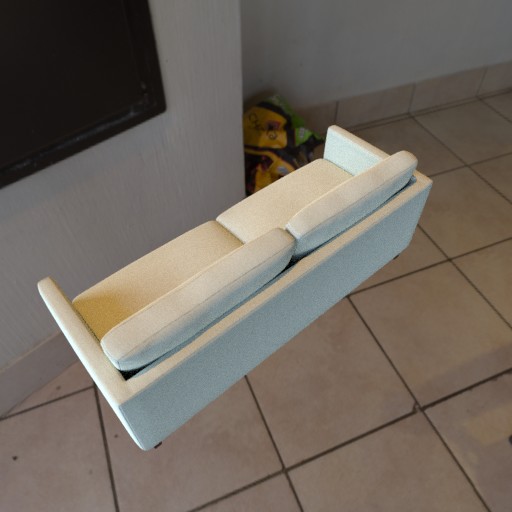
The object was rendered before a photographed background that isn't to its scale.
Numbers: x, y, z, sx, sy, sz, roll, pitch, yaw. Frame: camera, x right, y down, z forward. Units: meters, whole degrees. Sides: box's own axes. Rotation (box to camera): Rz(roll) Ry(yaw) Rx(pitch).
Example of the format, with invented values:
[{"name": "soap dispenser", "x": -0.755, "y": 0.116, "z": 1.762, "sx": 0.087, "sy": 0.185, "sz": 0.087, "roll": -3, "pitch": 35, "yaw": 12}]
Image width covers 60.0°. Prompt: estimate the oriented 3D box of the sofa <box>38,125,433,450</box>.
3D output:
[{"name": "sofa", "x": 0.000, "y": 0.000, "z": 2.921, "sx": 2.434, "sy": 0.965, "sz": 0.948, "roll": -33, "pitch": 57, "yaw": -25}]
